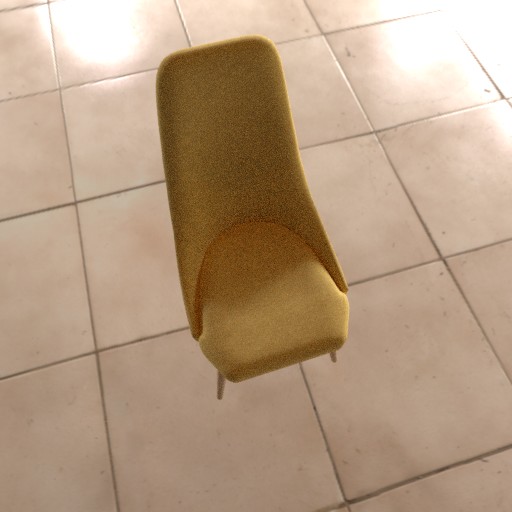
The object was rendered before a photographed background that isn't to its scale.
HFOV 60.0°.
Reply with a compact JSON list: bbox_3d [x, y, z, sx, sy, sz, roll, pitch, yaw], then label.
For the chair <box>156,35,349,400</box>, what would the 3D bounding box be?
[{"bbox_3d":[0.000,0.000,1.373,0.510,1.040,0.660,-16,65,-8],"label":"chair"}]
